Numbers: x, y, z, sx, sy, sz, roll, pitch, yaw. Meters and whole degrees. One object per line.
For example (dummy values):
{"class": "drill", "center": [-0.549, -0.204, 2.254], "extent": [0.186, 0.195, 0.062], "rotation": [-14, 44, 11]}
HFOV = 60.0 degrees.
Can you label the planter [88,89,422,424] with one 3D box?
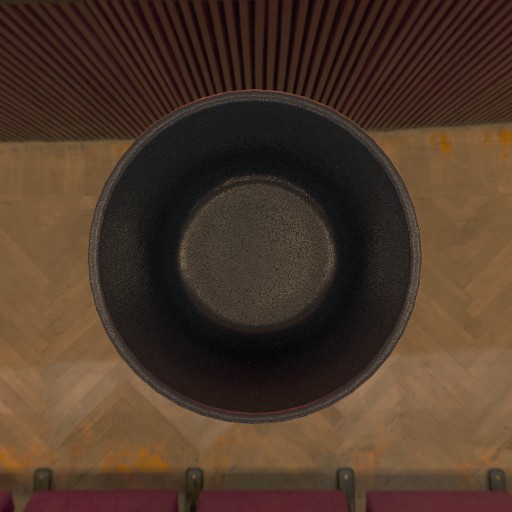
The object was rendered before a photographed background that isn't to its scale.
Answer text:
{"class": "planter", "center": [0.000, 0.000, 0.279], "extent": [0.159, 0.144, 0.159], "rotation": [0, 91, 1]}
